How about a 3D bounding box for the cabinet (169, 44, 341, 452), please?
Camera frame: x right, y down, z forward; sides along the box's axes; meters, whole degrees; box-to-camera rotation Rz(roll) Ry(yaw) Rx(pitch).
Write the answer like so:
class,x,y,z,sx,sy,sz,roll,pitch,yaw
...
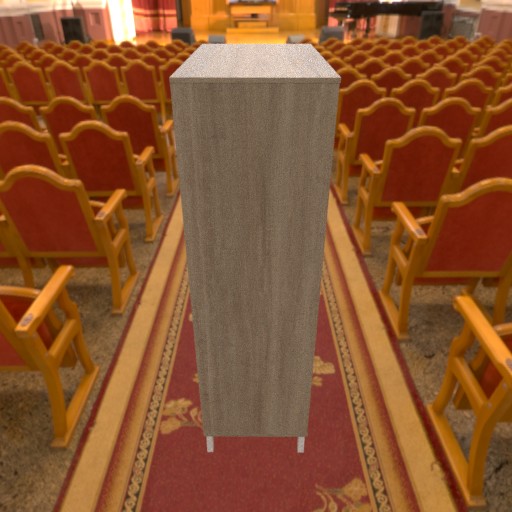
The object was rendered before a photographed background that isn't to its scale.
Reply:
class,x,y,z,sx,sy,sz,roll,pitch,yaw
cabinet,0.000,0.000,2.421,0.571,1.999,1.006,0,31,0
